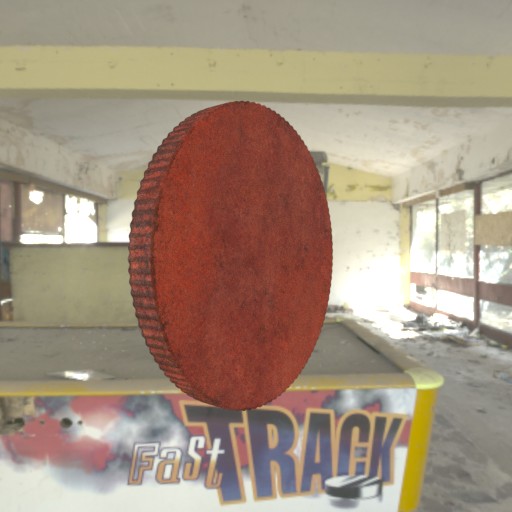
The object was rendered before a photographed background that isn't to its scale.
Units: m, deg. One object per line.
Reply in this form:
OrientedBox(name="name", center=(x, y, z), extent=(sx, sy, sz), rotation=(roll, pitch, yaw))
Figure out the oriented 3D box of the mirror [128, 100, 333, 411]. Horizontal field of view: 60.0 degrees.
OrientedBox(name="mirror", center=(0.000, 0.000, 0.919), extent=(0.056, 0.609, 0.609), rotation=(0, 1, 36))
